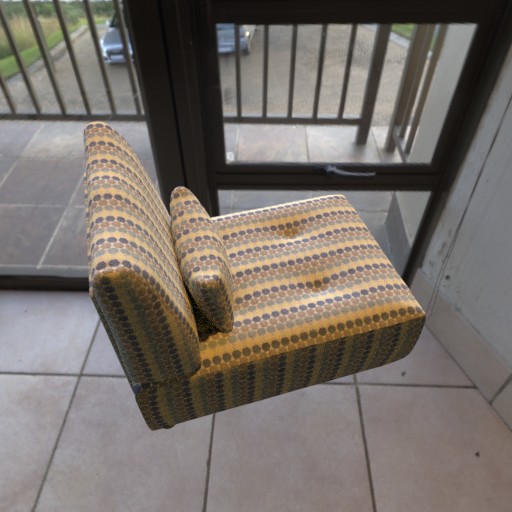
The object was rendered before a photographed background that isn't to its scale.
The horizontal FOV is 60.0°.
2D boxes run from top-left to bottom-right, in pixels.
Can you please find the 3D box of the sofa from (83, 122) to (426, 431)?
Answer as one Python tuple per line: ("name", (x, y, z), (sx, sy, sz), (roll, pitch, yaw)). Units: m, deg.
("sofa", (0.000, 0.000, 1.545), (1.000, 0.820, 0.700), (-12, 48, -11))
